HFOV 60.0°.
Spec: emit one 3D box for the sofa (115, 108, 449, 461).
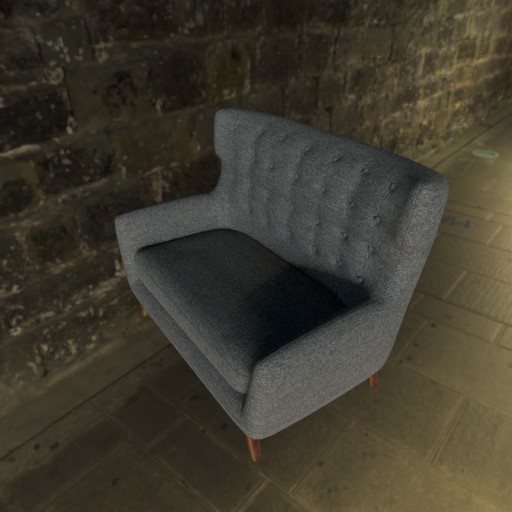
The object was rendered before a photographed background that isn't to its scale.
[{"bbox_3d":[0.000,0.000,2.025,0.874,1.028,1.358,-20,36,-30],"label":"sofa"}]
